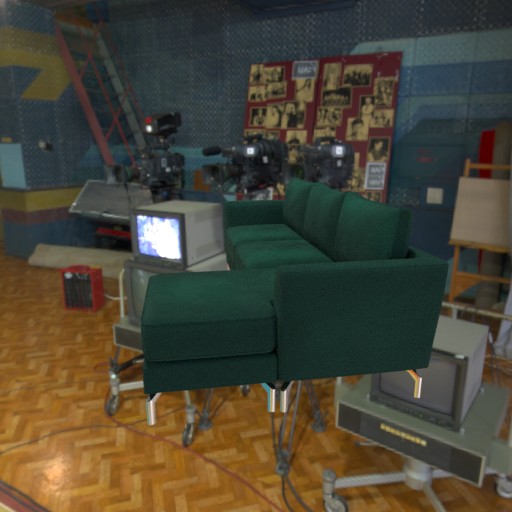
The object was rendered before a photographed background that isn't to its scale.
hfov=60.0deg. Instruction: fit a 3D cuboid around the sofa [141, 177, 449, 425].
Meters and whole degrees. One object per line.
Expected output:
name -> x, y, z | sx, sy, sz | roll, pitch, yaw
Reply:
sofa -> 0.000, 0.000, 3.235 | 1.489, 1.007, 2.441 | -3, 15, -10
